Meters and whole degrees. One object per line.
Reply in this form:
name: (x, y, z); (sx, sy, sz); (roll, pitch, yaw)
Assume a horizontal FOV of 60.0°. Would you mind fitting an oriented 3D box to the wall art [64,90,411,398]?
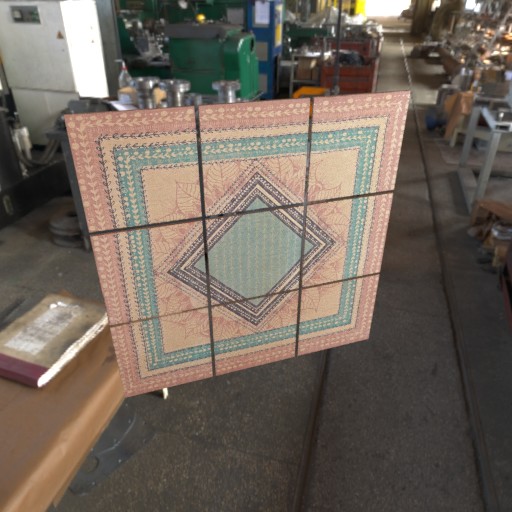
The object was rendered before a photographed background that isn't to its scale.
wall art: (0.000, 0.000, 2.267); (1.527, 1.525, 0.014); (-10, 32, -16)
